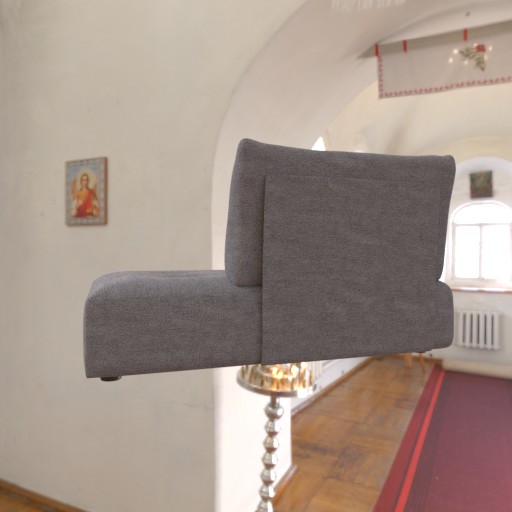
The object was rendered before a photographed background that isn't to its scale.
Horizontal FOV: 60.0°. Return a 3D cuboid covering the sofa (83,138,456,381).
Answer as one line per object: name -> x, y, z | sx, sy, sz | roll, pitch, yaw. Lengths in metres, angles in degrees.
sofa -> 0.000, 0.000, 2.018 | 1.450, 0.820, 1.002 | 0, 1, -19
